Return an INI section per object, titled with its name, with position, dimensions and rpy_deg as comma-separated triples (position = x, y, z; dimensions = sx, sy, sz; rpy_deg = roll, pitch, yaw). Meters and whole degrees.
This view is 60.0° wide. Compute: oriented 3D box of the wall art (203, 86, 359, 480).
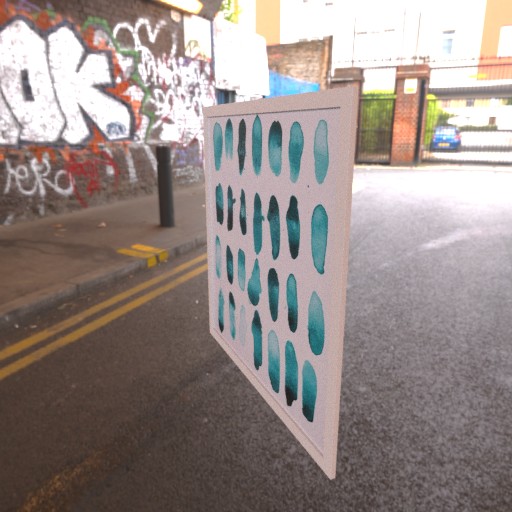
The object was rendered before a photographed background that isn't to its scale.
[wall art]
position = 0.000, 0.000, 1.221
dimensions = 0.013, 0.813, 0.812
rpy_deg = -7, 17, -24
